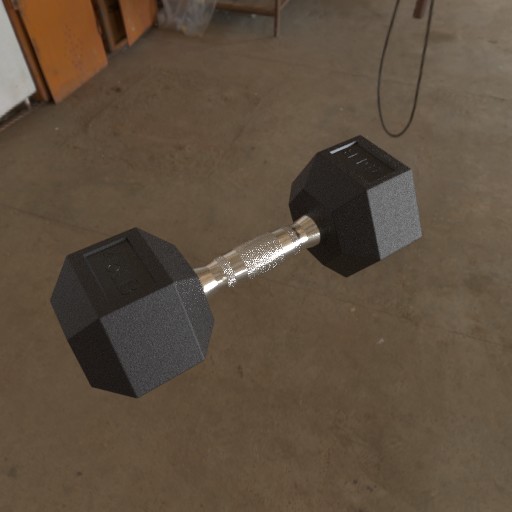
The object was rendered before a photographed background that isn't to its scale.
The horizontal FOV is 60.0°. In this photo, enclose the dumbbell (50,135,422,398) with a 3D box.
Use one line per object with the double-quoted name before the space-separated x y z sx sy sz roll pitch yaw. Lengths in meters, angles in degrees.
"dumbbell" 0.000 0.000 0.426 0.356 0.123 0.141 -26 53 -22
